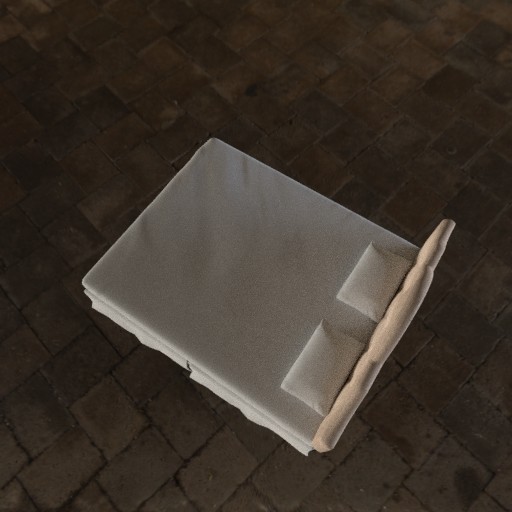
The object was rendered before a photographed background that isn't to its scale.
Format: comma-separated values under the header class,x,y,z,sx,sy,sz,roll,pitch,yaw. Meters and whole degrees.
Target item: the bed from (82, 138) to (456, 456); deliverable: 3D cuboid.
class,x,y,z,sx,sy,sz,roll,pitch,yaw
bed,0.000,0.000,2.954,1.970,1.194,1.667,31,68,14
